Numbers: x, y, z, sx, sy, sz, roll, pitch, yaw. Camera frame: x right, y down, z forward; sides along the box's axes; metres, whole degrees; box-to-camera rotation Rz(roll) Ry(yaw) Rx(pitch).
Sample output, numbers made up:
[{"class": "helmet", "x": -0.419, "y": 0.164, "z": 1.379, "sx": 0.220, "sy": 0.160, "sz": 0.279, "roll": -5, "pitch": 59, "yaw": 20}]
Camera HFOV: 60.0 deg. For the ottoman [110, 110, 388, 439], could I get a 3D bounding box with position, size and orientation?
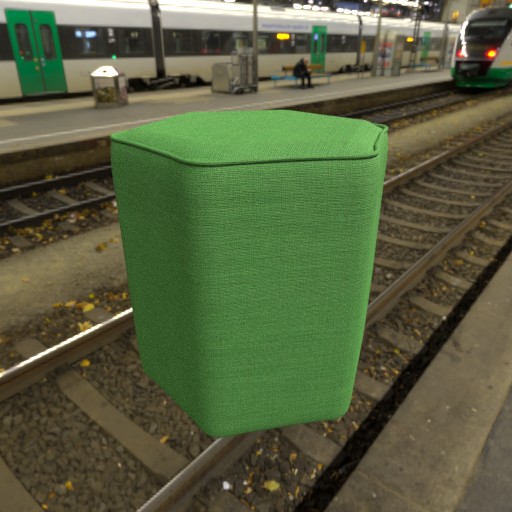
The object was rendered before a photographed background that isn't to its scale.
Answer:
[{"class": "ottoman", "x": 0.000, "y": 0.000, "z": 0.875, "sx": 0.444, "sy": 0.507, "sz": 0.499, "roll": 8, "pitch": 27, "yaw": 17}]
